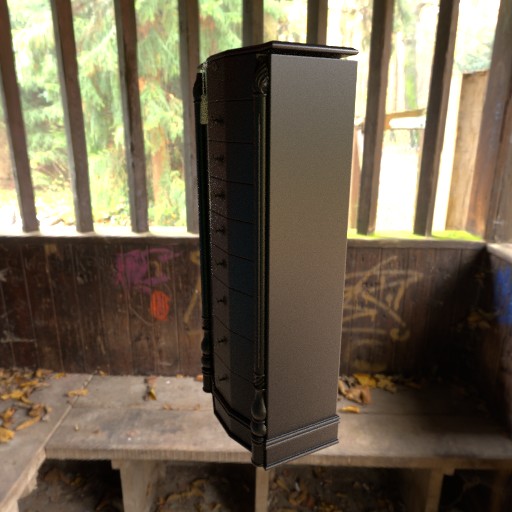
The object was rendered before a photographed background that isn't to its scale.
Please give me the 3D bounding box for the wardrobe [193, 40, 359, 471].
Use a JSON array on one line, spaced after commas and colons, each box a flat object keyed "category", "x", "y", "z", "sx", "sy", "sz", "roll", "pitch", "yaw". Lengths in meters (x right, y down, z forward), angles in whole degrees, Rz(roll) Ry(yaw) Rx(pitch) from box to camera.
[{"category": "wardrobe", "x": 0.000, "y": 0.000, "z": 1.216, "sx": 0.295, "sy": 1.011, "sz": 0.444, "roll": -8, "pitch": 19, "yaw": -26}]
